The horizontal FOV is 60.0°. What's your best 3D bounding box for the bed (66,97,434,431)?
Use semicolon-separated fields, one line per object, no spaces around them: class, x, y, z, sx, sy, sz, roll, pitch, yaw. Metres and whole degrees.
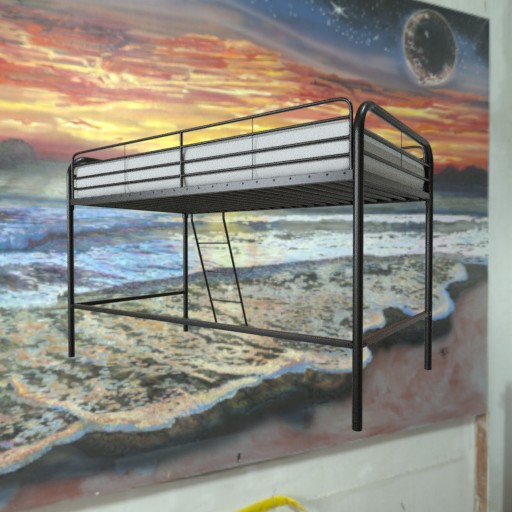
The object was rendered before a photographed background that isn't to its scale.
bed;0.000;0.000;2.803;1.968;1.289;1.393;1;2;36
